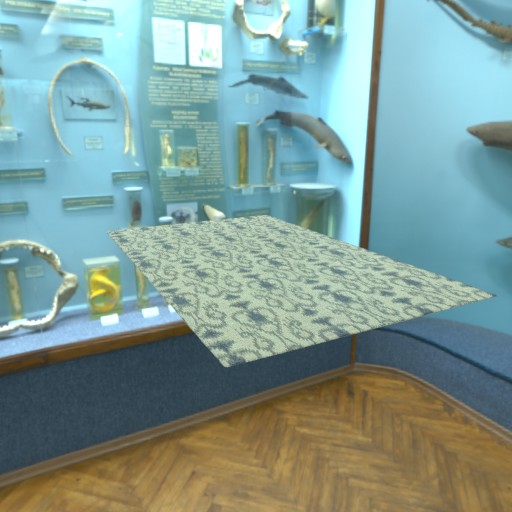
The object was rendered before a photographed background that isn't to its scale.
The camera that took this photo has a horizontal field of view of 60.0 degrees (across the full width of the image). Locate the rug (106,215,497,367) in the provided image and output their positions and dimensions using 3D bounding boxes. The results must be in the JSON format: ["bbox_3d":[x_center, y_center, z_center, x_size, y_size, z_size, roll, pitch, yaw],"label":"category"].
[{"bbox_3d":[0.000,0.000,2.015,1.035,0.006,1.652,-8,18,-26],"label":"rug"}]
